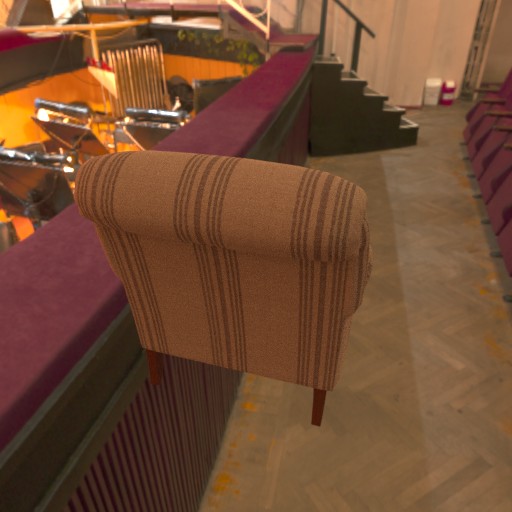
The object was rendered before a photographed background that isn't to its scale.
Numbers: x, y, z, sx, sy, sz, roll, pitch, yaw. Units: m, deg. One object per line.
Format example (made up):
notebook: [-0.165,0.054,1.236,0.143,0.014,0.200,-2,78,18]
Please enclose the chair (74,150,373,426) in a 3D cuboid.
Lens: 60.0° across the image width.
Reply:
chair: [0.000,0.000,1.598,0.813,0.940,0.914,9,33,15]
